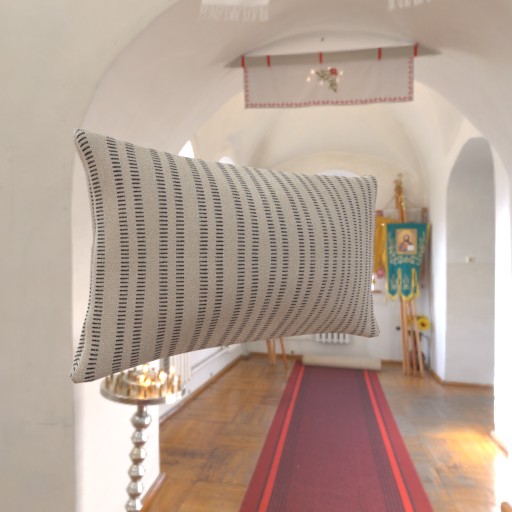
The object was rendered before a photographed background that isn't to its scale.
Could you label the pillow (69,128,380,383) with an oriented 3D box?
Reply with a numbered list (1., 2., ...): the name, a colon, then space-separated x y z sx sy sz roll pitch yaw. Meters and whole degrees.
1. pillow: 0.000 0.000 0.796 0.640 0.353 0.210 0 0 -36
